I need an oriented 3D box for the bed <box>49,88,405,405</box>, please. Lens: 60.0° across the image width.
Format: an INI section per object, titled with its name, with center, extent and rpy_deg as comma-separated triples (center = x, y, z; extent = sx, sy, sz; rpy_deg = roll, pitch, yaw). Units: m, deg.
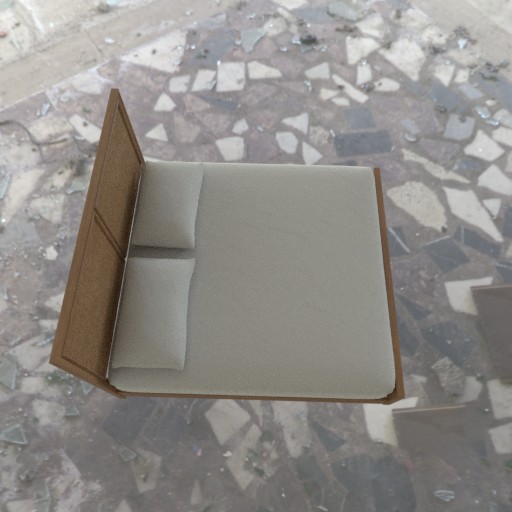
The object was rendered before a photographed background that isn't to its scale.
[bed]
center = 0.000, 0.000, 3.437
extent = 2.184, 1.387, 2.003
rpy_deg = 1, 65, 1
